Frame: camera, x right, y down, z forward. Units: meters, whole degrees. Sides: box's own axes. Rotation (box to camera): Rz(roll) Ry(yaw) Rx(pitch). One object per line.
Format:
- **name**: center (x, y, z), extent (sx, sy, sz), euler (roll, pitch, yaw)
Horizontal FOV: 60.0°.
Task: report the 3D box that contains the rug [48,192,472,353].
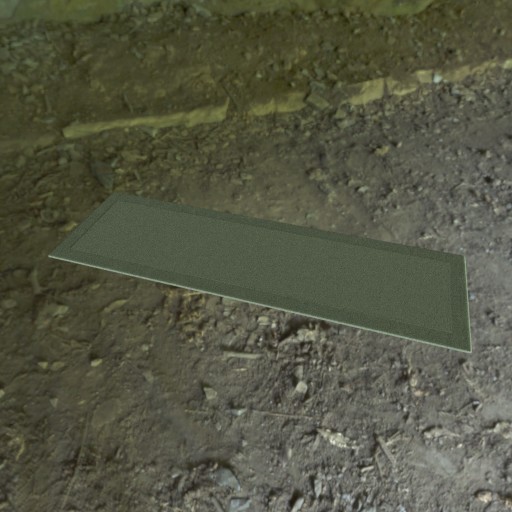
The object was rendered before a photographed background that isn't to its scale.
- **rug**: center (0.000, 0.000, 2.700), extent (2.430, 0.012, 0.759), euler (11, 42, 13)
